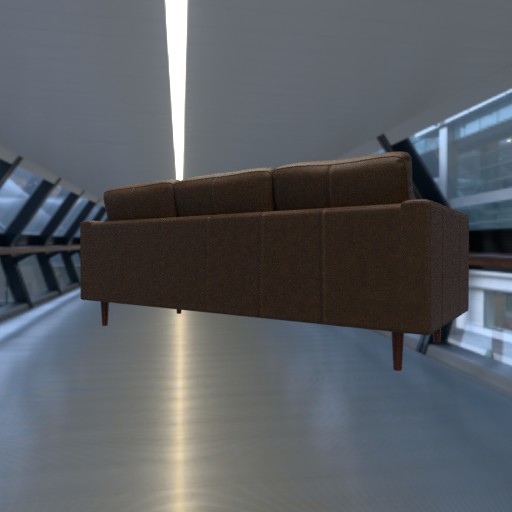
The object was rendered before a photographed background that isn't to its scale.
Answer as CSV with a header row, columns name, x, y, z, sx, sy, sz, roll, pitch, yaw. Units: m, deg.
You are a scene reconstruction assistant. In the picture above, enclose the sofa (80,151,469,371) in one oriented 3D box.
name,x,y,z,sx,sy,sz,roll,pitch,yaw
sofa,0.000,0.000,2.686,2.231,0.930,0.903,0,1,35
